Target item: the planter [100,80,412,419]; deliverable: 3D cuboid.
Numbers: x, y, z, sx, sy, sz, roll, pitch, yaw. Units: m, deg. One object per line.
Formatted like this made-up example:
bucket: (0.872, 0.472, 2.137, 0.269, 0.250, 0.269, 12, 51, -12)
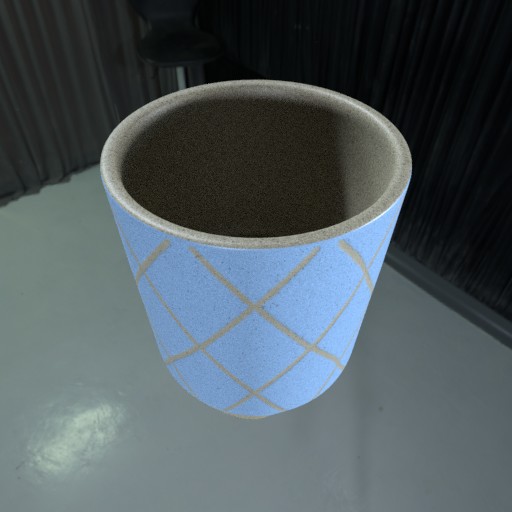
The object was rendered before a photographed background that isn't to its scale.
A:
planter: (0.000, 0.000, 0.348, 0.191, 0.200, 0.191, 0, 45, 0)
